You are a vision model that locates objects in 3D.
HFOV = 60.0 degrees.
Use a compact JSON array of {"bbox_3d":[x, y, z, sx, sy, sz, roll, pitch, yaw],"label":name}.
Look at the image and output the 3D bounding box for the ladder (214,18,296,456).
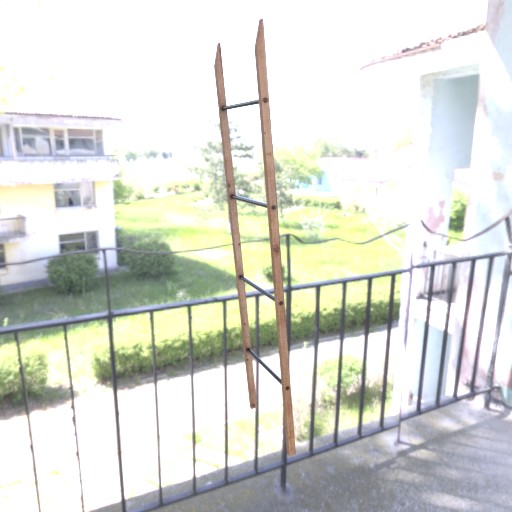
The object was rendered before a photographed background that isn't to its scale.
[{"bbox_3d":[0.000,0.000,1.970,0.200,1.805,0.442,-7,16,-25],"label":"ladder"}]
